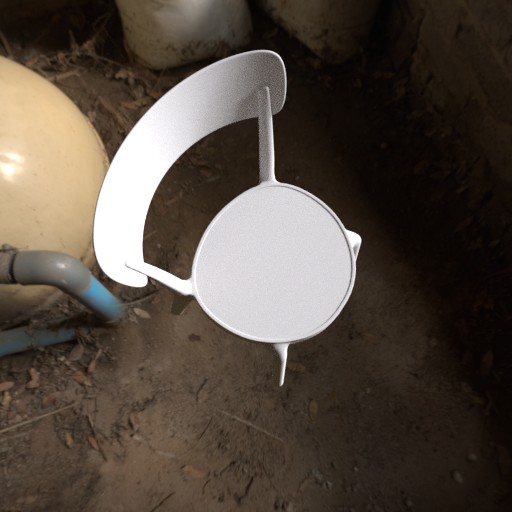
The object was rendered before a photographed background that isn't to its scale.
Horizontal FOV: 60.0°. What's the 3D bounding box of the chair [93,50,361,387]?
[{"bbox_3d":[0.000,0.000,1.112,0.491,0.790,0.506,33,77,9],"label":"chair"}]
